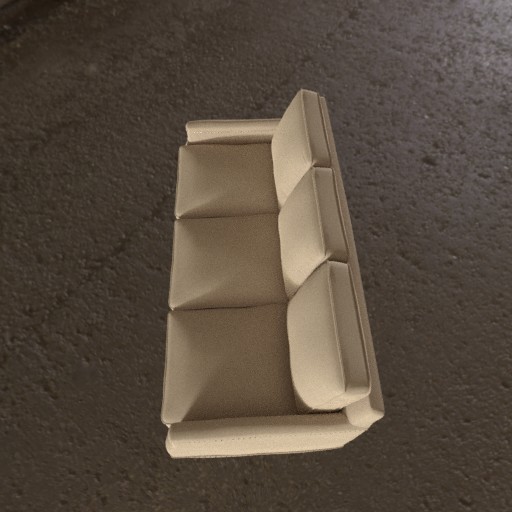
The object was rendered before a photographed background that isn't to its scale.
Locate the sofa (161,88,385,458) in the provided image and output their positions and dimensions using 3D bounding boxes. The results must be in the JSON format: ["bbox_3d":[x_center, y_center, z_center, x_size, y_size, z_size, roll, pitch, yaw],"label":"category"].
[{"bbox_3d":[0.000,0.000,2.826,1.084,1.003,2.246,-2,58,-1],"label":"sofa"}]
